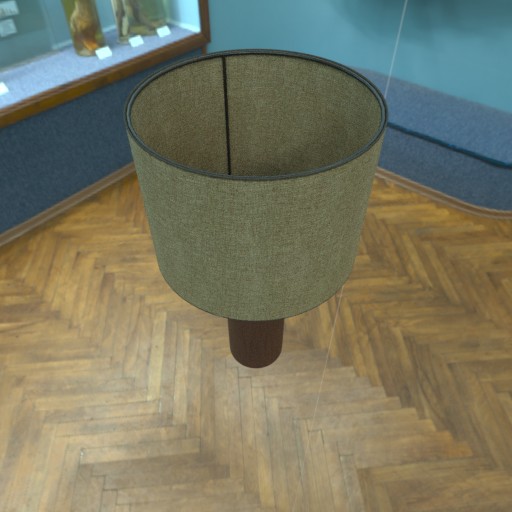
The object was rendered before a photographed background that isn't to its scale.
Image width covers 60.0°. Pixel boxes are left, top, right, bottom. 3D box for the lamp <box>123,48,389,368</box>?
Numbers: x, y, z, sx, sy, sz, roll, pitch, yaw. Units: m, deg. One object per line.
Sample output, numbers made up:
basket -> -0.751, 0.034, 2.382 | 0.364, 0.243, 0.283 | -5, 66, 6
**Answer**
lamp -> 0.000, 0.000, 0.471 | 0.202, 0.350, 0.202 | 0, 46, 0
